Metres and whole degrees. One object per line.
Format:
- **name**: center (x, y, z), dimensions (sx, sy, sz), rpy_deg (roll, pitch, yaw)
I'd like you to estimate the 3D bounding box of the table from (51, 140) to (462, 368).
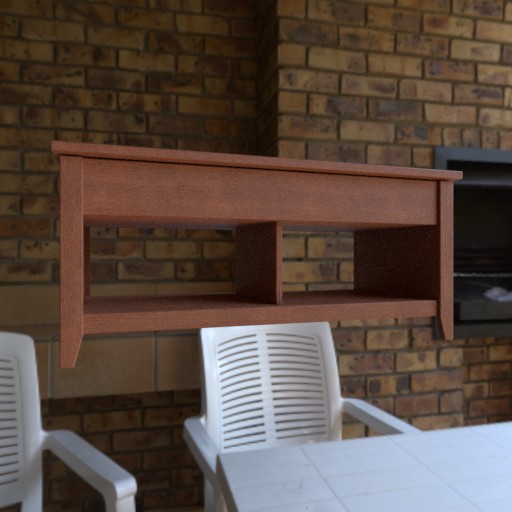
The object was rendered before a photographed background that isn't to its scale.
- **table**: center (0.000, 0.000, 1.264), dimensions (1.016, 0.457, 0.483), rpy_deg (0, 0, -19)
